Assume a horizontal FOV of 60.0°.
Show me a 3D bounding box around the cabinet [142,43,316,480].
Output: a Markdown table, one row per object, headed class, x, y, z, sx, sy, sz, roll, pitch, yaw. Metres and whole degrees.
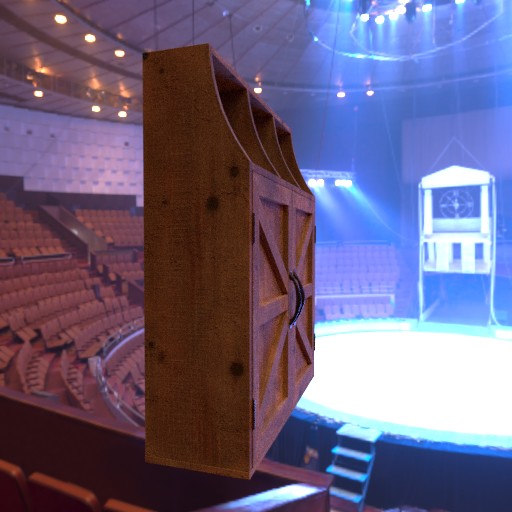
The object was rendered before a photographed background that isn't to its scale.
| class | x | y | z | sx | sy | sz | roll | pitch | yaw |
| --- | --- | --- | --- | --- | --- | --- | --- | --- | --- |
| cabinet | 0.000 | 0.000 | 0.843 | 0.184 | 0.590 | 0.489 | 1 | 2 | 18 |
